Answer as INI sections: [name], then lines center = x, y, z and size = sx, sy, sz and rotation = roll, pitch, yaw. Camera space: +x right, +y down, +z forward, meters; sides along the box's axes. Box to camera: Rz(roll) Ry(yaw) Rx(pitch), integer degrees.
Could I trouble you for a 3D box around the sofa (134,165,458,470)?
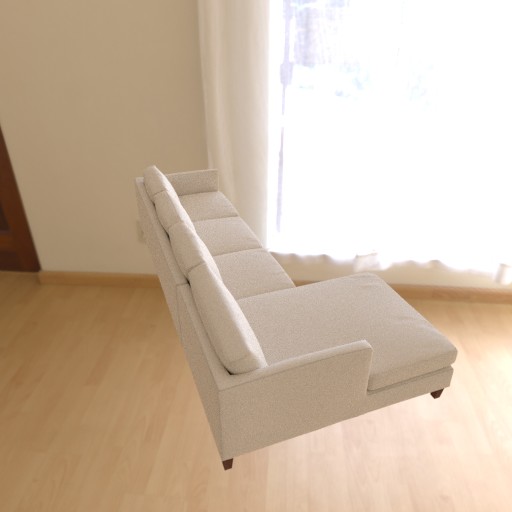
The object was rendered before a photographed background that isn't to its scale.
[sofa]
center = 0.000, 0.000, 3.862
size = 1.625, 0.846, 3.186
rotation = -11, 33, -18
